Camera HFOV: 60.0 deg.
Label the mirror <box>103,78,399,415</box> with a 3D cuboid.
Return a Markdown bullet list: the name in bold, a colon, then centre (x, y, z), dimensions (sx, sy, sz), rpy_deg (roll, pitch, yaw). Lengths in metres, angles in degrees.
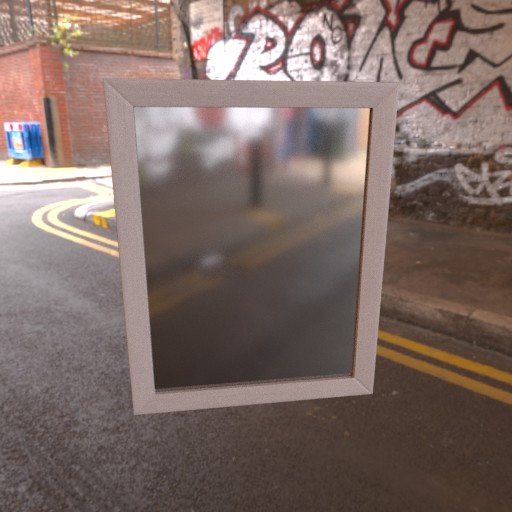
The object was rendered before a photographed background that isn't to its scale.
- **mirror**: centre (0.000, 0.000, 0.691), dimensions (0.405, 0.508, 0.041), rpy_deg (-2, 17, -8)
